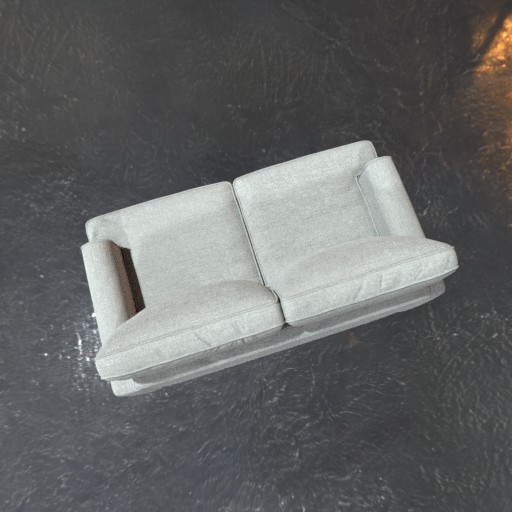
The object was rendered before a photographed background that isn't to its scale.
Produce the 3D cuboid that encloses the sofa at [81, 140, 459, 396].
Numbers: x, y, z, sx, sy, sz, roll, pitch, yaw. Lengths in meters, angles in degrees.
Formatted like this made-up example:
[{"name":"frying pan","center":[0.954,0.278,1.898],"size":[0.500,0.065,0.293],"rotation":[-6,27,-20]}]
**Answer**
[{"name":"sofa","center":[0.000,0.000,2.268],"size":[1.651,0.965,0.965],"rotation":[-17,76,-4]}]
